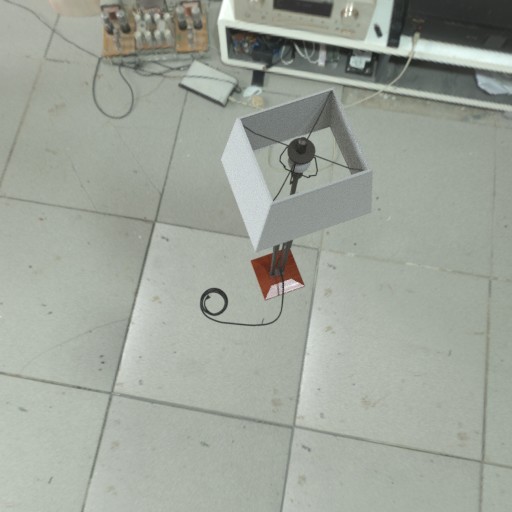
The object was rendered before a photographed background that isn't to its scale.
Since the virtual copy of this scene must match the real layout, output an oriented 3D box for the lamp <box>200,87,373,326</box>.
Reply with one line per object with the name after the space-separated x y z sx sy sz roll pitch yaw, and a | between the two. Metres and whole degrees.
0.000 0.000 2.032 0.745 1.712 0.472 -19 76 -5 | lamp
